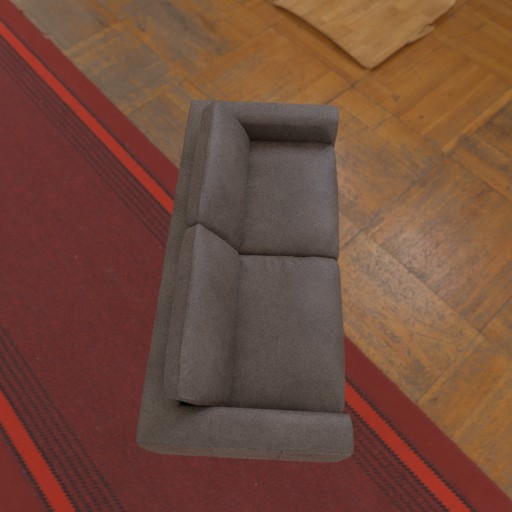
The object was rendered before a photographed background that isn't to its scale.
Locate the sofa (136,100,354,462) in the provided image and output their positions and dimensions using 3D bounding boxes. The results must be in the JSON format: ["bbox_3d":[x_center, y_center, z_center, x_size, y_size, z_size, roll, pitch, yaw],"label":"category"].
[{"bbox_3d":[0.000,0.000,2.750,1.070,0.801,2.262,3,63,1],"label":"sofa"}]
